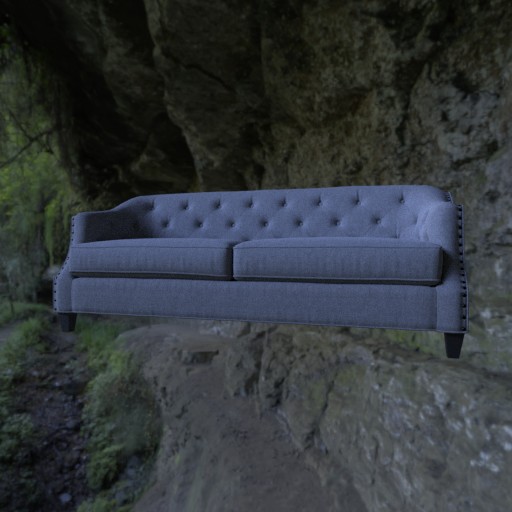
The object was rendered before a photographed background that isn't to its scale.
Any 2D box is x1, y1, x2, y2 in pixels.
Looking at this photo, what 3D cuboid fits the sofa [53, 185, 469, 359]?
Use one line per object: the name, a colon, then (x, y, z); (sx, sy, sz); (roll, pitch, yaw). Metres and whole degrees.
sofa: (0.000, 0.000, 2.689); (2.235, 0.901, 0.914); (0, 1, 17)
